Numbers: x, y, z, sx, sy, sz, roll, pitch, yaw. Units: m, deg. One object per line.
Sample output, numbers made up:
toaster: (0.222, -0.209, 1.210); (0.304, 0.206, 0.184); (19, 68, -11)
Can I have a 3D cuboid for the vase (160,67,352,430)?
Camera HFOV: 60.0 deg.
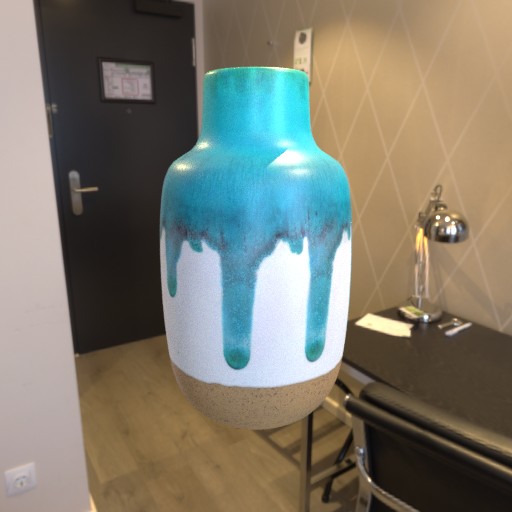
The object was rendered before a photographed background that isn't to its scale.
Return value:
vase: (0.000, 0.000, 0.250); (0.106, 0.192, 0.106); (0, 15, 0)
